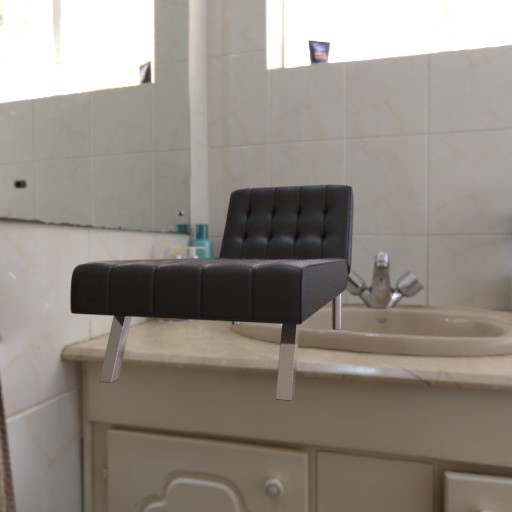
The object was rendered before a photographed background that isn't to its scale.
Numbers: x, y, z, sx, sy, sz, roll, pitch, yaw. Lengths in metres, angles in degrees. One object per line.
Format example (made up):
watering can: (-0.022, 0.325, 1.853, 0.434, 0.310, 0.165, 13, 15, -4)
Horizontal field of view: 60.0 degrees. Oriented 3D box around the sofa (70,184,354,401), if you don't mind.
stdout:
sofa: (0.000, 0.000, 2.016, 0.760, 0.820, 1.560, 0, 0, 17)
